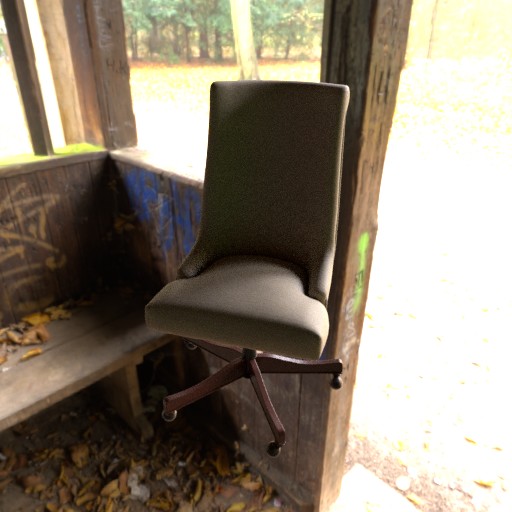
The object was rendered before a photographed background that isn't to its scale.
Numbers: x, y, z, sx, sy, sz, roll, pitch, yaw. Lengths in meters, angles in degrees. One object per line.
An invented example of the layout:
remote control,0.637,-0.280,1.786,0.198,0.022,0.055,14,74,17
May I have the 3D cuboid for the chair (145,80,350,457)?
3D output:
chair,0.000,0.000,1.444,0.645,1.010,0.696,8,28,15
